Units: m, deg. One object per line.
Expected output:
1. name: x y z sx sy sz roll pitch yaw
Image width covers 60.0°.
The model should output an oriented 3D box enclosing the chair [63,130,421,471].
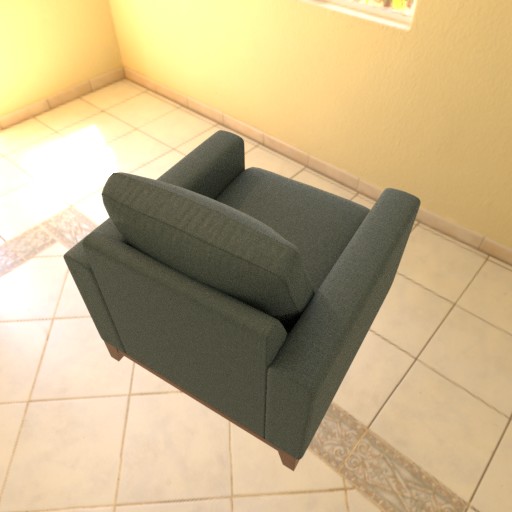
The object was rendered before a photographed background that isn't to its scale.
1. chair: 0.000 0.000 1.861 1.024 1.010 1.038 24 52 21
